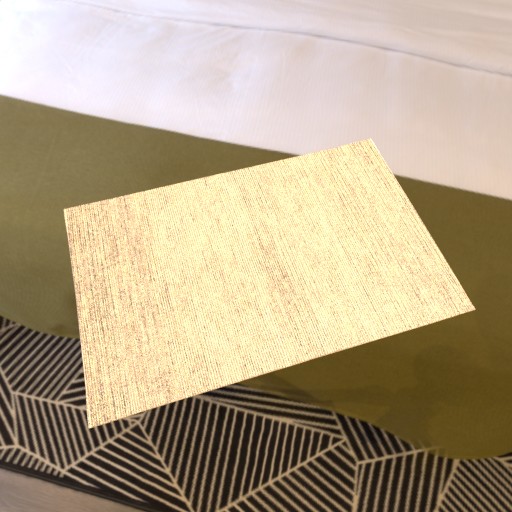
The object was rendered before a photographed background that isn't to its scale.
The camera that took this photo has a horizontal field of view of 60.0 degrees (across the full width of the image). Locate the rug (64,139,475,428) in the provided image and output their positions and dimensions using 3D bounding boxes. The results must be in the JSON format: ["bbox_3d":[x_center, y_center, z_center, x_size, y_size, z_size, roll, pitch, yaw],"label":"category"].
[{"bbox_3d":[0.000,0.000,2.187,1.773,0.021,1.149,-15,60,-9],"label":"rug"}]
